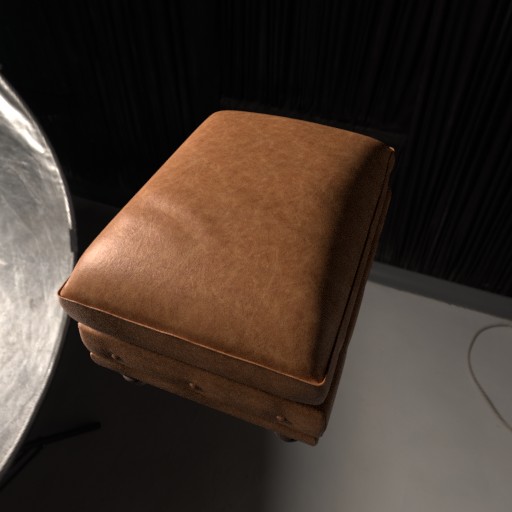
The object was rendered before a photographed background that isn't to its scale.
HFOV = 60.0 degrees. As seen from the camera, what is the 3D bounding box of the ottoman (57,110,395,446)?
[{"bbox_3d":[0.000,0.000,1.066,0.533,0.480,0.710,16,48,14],"label":"ottoman"}]
